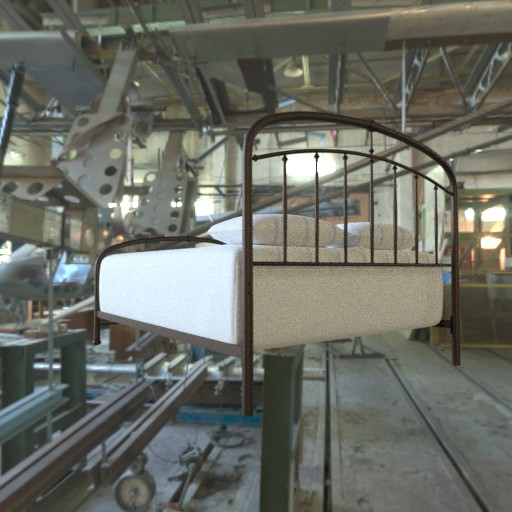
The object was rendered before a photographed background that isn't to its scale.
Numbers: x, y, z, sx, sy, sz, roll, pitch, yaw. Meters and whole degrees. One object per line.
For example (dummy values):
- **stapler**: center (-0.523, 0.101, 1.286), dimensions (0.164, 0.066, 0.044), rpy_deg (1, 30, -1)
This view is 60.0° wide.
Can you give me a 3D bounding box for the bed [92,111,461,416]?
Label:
- **bed**: center (0.000, 0.000, 3.242), dimensions (1.711, 1.425, 2.180), rpy_deg (1, -2, -36)
